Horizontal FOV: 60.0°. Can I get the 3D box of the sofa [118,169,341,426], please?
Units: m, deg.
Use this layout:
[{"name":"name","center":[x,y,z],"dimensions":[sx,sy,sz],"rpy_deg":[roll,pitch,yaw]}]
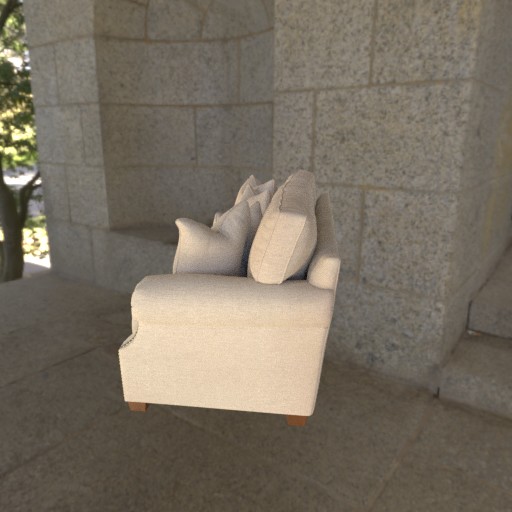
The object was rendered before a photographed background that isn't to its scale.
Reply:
[{"name":"sofa","center":[0.000,0.000,2.885],"dimensions":[0.965,0.975,2.312],"rpy_deg":[2,15,8]}]
